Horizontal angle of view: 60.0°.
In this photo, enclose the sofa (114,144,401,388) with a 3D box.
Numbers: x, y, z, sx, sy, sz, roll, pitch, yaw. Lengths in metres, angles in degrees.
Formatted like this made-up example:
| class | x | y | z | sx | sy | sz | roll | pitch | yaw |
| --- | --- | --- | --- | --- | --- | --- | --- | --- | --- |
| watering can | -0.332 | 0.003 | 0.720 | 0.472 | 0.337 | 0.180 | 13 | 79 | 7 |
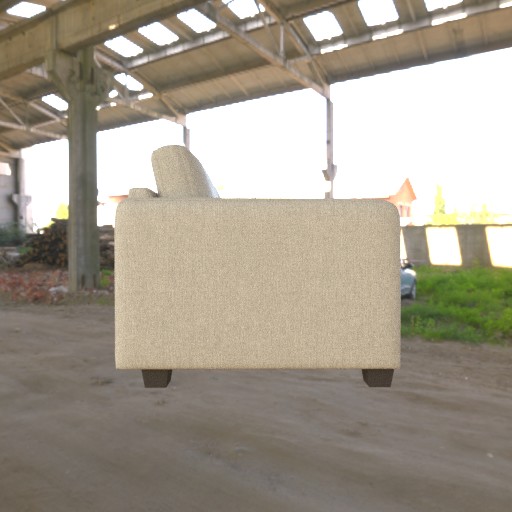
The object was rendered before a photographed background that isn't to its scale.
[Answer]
| class | x | y | z | sx | sy | sz | roll | pitch | yaw |
| --- | --- | --- | --- | --- | --- | --- | --- | --- | --- |
| sofa | 0.000 | 0.000 | 2.108 | 0.900 | 0.800 | 1.540 | 0 | 1 | 0 |
